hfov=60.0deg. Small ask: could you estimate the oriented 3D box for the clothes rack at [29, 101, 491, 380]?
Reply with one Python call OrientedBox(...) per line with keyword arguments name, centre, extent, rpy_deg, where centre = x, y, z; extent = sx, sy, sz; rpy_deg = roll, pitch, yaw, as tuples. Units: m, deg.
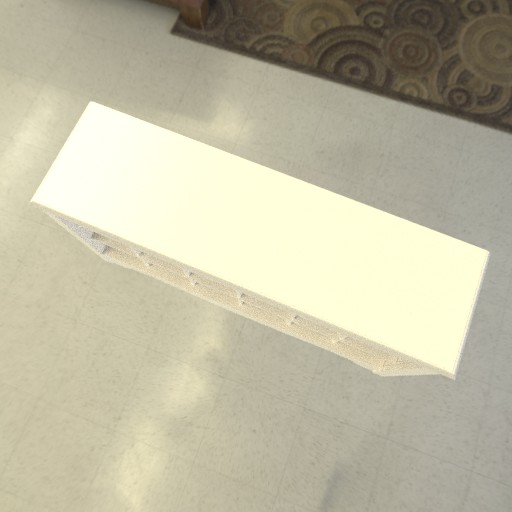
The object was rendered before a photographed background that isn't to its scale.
OrientedBox(name="clothes rack", centre=(0.000, 0.000, 1.354), extent=(1.120, 0.531, 0.324), rpy_deg=(22, 75, 6))
